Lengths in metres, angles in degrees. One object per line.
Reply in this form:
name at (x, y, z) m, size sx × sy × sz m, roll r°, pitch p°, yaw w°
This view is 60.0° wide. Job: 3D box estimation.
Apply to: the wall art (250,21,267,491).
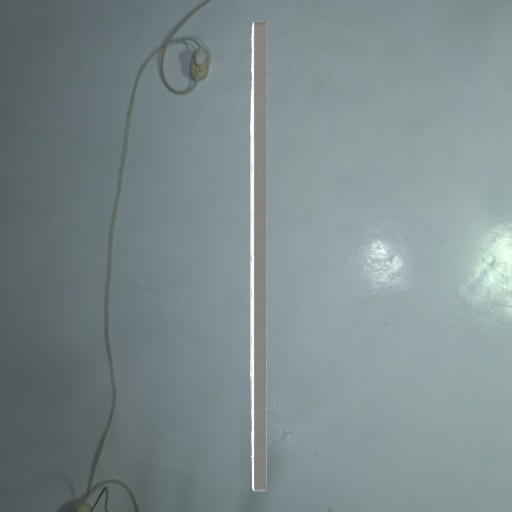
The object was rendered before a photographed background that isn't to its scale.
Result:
wall art at (0.000, 0.000, 1.606) m, size 0.042 × 0.912 × 1.219 m, roll 0°, pitch 90°, yaw -1°
